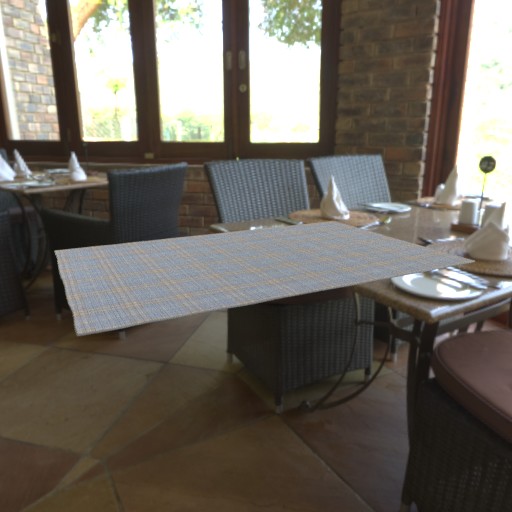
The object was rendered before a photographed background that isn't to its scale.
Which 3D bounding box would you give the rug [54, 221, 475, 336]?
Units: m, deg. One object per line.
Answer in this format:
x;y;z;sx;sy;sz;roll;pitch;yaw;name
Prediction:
0.000;0.000;3.038;2.460;0.016;1.545;-8;17;-26;rug
